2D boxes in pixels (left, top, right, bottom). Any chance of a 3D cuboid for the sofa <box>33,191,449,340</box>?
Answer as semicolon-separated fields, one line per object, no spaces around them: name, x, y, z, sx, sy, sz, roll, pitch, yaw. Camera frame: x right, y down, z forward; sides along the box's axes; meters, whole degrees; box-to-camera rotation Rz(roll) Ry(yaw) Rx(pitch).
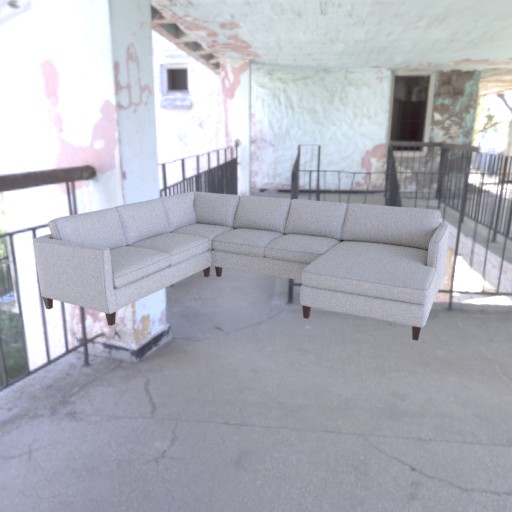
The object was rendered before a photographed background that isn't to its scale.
sofa;0.000;0.000;4.478;3.403;0.889;2.551;8;18;26
